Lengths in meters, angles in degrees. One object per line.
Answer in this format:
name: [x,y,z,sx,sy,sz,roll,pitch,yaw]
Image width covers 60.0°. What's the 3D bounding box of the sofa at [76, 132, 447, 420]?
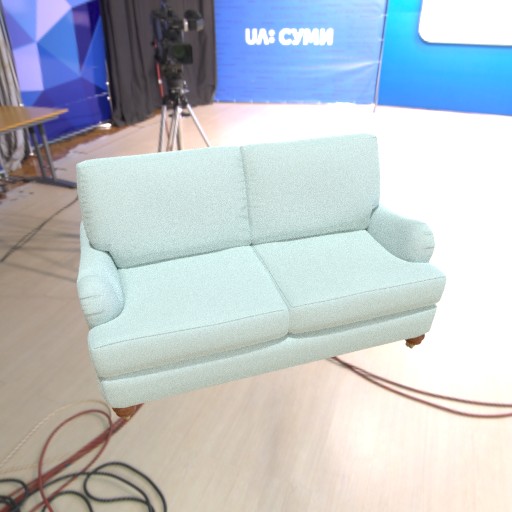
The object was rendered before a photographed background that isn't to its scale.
sofa: [0.000,0.000,2.500,1.853,1.101,1.084,-10,33,-15]
